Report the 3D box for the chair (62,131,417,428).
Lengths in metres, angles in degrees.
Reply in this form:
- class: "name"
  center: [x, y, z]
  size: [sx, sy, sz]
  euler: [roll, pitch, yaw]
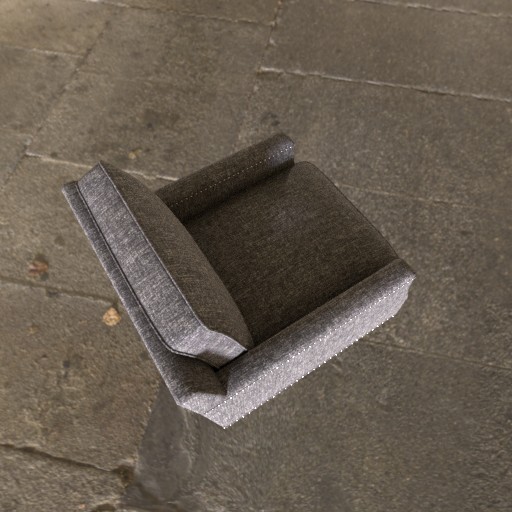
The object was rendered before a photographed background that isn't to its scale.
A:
- class: "chair"
  center: [0.000, 0.000, 1.721]
  size: [1.014, 0.943, 0.853]
  euler: [-29, 64, -16]
